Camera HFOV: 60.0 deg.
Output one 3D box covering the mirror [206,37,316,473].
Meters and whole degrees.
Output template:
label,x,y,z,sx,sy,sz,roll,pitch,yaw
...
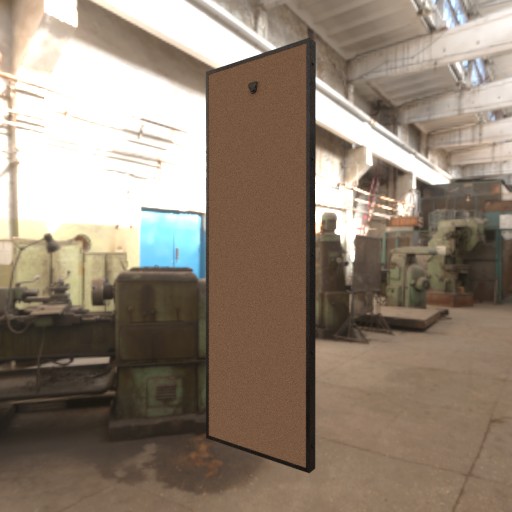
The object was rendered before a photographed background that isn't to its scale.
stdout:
label,x,y,z,sx,sy,sz,roll,pitch,yaw
mirror,0.000,0.000,1.206,0.354,1.080,0.042,0,1,37
